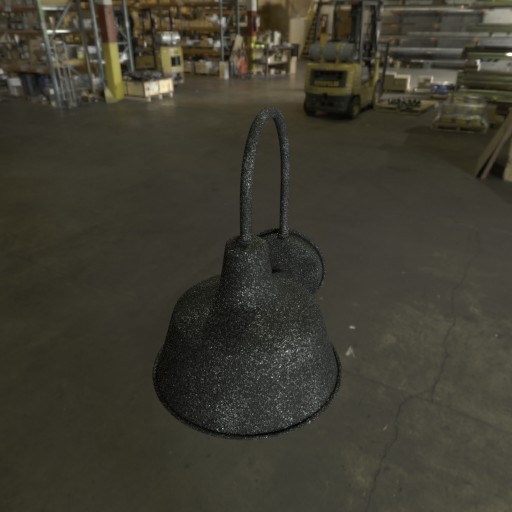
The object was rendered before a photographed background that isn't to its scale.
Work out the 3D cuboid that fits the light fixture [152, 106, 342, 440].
[{"bbox_3d":[0.000,0.000,0.485,0.216,0.300,0.283,8,29,15],"label":"light fixture"}]
